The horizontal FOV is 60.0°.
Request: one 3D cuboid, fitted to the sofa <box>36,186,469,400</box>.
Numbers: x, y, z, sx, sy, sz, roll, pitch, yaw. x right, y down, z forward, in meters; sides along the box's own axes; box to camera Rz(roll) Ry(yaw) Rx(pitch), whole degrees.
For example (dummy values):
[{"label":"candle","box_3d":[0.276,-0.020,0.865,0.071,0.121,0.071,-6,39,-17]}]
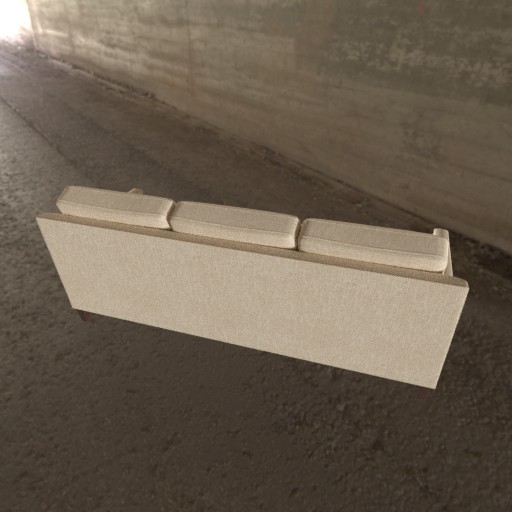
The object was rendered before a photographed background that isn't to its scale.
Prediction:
[{"label":"sofa","box_3d":[0.000,0.000,2.731,2.210,0.940,1.041,9,32,15]}]
